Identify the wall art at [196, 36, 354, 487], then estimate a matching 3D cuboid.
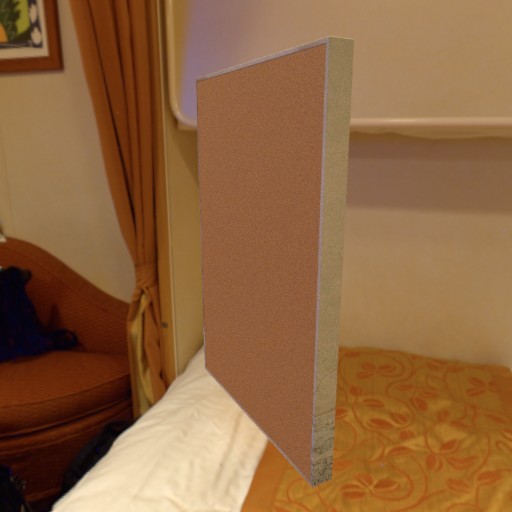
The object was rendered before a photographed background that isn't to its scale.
[{"bbox_3d":[0.000,0.000,0.753,0.036,0.607,0.403,-8,17,-28],"label":"wall art"}]
